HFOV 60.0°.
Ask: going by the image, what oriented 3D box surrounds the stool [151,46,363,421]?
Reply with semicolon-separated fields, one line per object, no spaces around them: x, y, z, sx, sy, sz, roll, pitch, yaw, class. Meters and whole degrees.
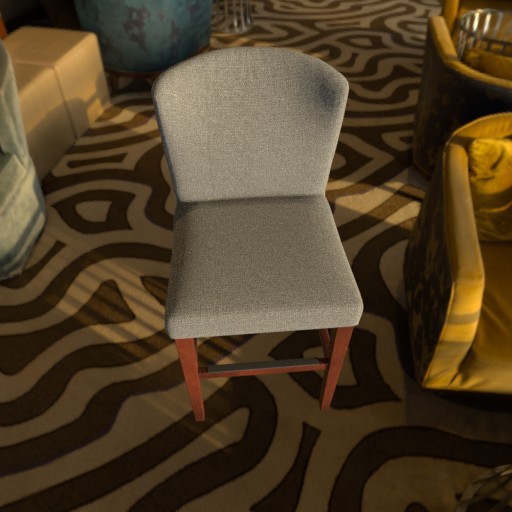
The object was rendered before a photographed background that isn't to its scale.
0.000;0.000;1.277;0.479;0.968;0.568;-4;46;-3;stool
